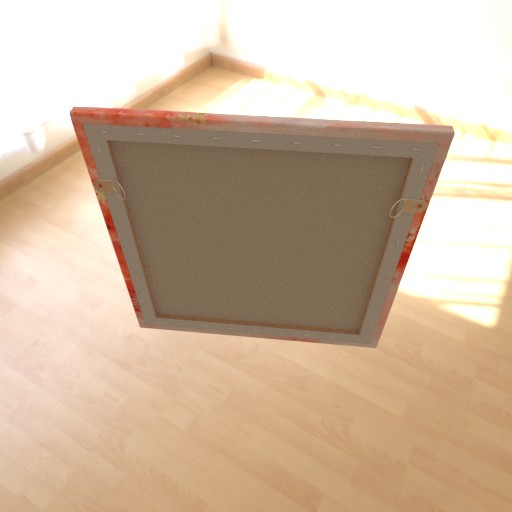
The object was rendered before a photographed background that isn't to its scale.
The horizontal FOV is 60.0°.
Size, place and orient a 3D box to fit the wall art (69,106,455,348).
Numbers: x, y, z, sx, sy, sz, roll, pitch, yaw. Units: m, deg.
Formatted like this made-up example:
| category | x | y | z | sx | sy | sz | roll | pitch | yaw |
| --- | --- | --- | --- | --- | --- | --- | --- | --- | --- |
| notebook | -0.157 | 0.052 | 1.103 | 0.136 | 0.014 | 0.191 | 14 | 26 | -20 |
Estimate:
| category | x | y | z | sx | sy | sz | roll | pitch | yaw |
| --- | --- | --- | --- | --- | --- | --- | --- | --- | --- |
| wall art | 0.000 | 0.000 | 1.317 | 0.878 | 0.878 | 0.066 | 4 | 47 | 4 |
